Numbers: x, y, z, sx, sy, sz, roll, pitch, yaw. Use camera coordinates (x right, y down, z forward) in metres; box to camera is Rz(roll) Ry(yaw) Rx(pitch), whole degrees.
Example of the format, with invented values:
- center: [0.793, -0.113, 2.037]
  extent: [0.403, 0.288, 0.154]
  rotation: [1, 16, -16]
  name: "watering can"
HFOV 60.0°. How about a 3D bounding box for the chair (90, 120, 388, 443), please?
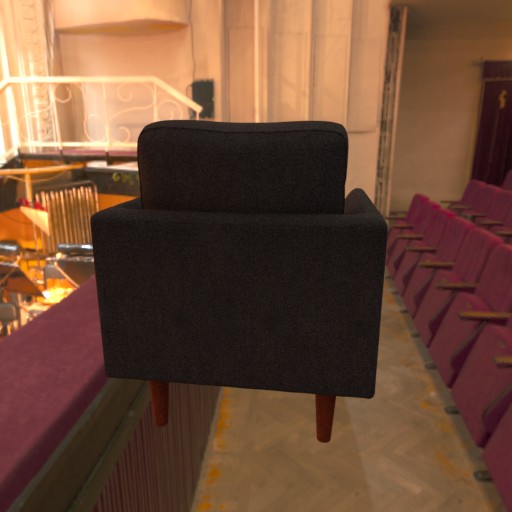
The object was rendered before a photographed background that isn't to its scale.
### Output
- center: [0.000, 0.000, 1.655]
  extent: [0.858, 0.957, 0.899]
  rotation: [2, 16, 8]
  name: "chair"
